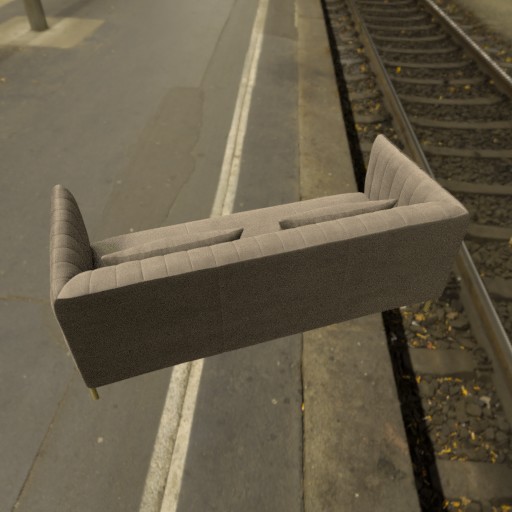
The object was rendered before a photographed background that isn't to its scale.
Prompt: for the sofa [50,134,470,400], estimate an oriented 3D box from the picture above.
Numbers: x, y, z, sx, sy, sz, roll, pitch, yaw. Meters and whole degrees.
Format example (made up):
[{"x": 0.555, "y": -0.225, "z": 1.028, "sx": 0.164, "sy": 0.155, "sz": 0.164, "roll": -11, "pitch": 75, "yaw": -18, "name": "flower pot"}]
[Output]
[{"x": 0.000, "y": 0.000, "z": 2.431, "sx": 1.980, "sy": 0.780, "sz": 0.876, "roll": -12, "pitch": 43, "yaw": -13, "name": "sofa"}]
